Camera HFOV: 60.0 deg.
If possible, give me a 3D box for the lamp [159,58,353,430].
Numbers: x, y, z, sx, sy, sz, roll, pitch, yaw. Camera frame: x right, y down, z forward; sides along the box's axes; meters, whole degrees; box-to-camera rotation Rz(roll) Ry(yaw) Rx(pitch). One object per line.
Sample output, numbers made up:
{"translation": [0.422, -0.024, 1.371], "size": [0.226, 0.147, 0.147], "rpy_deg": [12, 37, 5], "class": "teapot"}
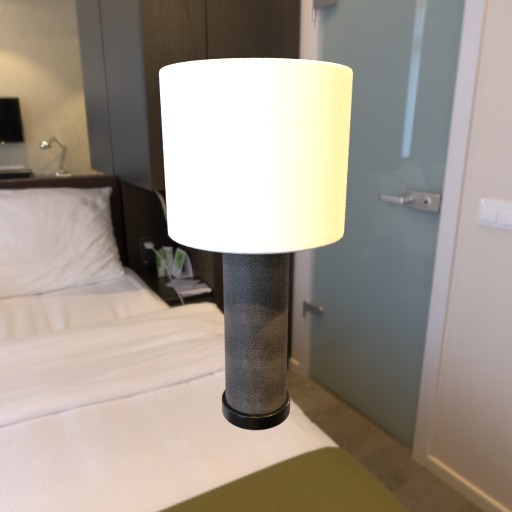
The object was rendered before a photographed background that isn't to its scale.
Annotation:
{"translation": [0.000, 0.000, 0.798], "size": [0.305, 0.634, 0.305], "rpy_deg": [8, 18, 27], "class": "lamp"}
